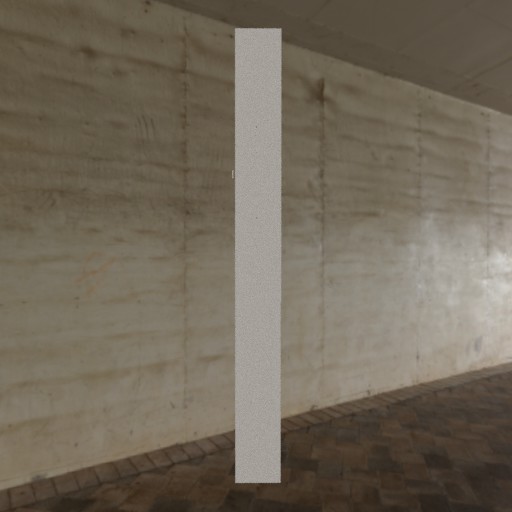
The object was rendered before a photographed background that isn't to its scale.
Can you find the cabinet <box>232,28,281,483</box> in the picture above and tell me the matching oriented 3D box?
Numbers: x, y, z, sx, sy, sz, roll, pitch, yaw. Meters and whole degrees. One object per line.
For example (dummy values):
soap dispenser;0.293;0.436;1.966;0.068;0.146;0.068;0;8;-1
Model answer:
cabinet;0.000;0.000;2.047;0.192;1.770;0.643;0;1;0
